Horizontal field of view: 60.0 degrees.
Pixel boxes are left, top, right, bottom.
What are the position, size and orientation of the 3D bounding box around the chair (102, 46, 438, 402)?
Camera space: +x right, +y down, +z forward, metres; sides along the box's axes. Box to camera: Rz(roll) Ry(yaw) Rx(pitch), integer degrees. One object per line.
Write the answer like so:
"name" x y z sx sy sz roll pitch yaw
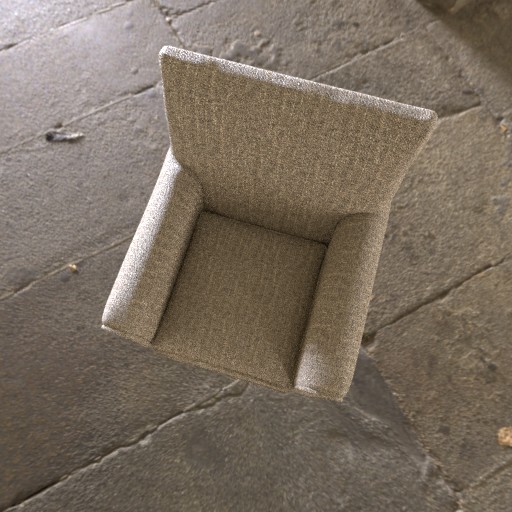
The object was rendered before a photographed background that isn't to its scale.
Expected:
"chair" 0.000 0.000 1.635 0.864 0.928 0.873 16 73 5
